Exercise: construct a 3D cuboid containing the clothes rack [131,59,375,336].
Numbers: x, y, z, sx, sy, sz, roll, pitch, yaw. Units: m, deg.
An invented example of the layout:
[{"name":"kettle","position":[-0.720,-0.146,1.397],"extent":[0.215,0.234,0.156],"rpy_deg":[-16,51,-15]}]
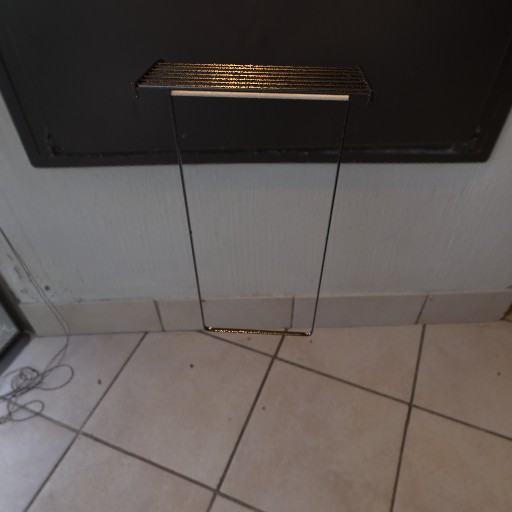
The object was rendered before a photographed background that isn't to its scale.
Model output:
[{"name":"clothes rack","position":[0.000,0.000,1.786],"extent":[0.609,1.574,0.349],"rpy_deg":[3,46,2]}]
